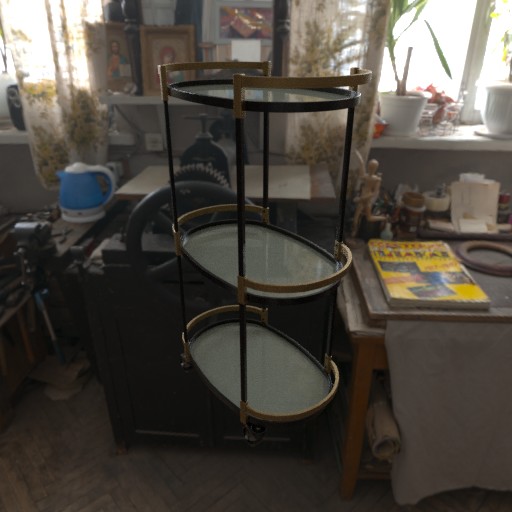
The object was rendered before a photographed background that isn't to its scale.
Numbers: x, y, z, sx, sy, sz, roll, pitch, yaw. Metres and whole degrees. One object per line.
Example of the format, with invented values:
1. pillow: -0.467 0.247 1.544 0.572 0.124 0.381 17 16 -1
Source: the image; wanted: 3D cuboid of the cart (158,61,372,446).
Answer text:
1. cart: 0.000 0.000 1.123 0.311 0.885 0.515 -18 32 -32
